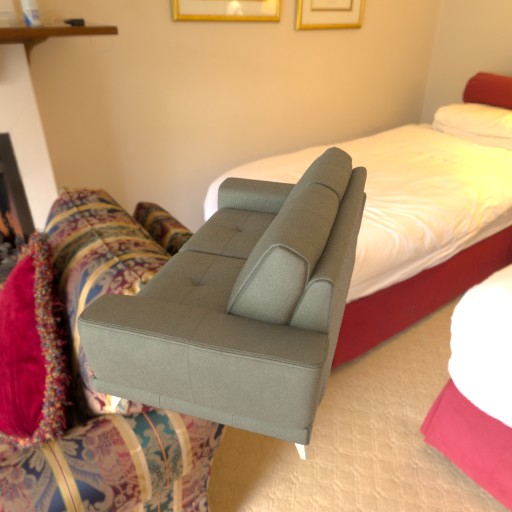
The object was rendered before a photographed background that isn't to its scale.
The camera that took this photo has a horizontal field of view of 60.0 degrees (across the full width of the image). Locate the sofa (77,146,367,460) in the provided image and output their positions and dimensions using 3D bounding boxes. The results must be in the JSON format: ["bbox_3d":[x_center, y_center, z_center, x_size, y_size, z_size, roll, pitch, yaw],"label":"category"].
[{"bbox_3d":[0.000,0.000,2.414,1.018,0.907,1.806,9,31,15],"label":"sofa"}]
